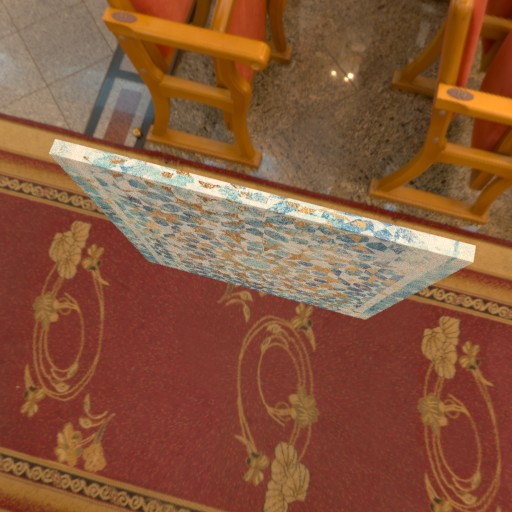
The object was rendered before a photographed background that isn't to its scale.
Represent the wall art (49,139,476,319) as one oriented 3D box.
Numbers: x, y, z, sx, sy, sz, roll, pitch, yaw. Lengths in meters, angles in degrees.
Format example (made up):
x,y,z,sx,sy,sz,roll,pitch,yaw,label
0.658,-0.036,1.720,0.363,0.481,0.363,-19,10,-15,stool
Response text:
x,y,z,sx,sy,sz,roll,pitch,yaw,label
0.000,0.000,1.368,0.916,0.916,0.040,15,75,4,wall art
